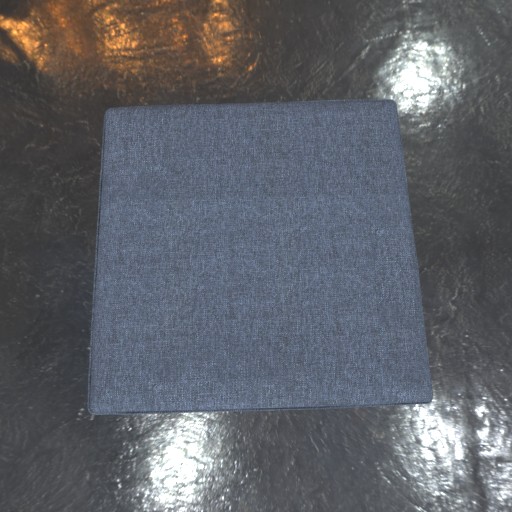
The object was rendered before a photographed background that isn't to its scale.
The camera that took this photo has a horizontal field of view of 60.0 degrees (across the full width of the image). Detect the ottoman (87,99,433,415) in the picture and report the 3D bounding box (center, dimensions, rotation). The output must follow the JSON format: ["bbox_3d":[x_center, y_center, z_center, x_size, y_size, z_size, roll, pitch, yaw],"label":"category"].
[{"bbox_3d":[0.000,0.000,1.558,1.023,0.423,1.017,-1,76,0],"label":"ottoman"}]
